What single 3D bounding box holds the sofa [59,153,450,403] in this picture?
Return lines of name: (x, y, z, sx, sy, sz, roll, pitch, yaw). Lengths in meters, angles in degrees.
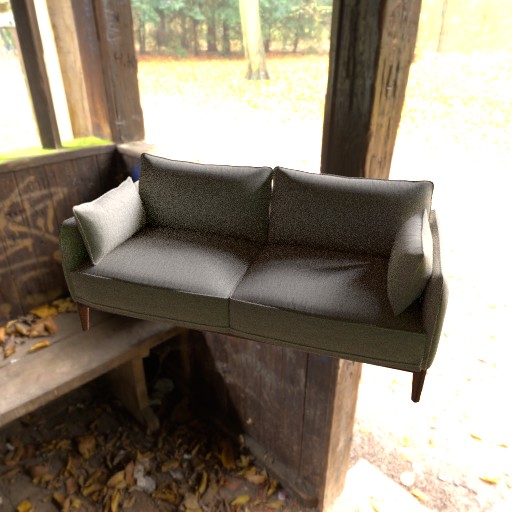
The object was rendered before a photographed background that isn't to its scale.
sofa: (0.000, 0.000, 2.526, 1.989, 0.860, 0.991, 8, 29, 15)
